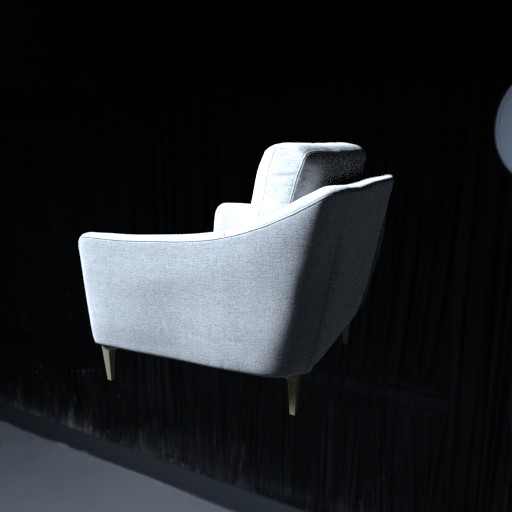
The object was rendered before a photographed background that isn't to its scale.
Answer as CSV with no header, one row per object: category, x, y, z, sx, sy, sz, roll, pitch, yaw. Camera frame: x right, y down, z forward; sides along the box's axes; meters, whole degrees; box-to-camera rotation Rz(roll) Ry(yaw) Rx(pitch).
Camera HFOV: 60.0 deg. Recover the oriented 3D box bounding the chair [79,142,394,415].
chair,0.000,0.000,1.819,0.961,0.902,0.986,7,16,26
